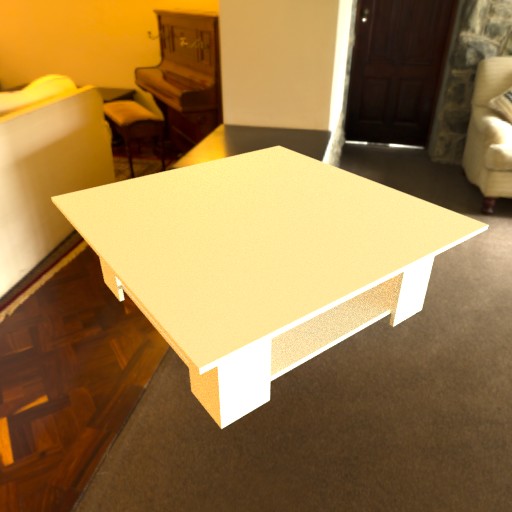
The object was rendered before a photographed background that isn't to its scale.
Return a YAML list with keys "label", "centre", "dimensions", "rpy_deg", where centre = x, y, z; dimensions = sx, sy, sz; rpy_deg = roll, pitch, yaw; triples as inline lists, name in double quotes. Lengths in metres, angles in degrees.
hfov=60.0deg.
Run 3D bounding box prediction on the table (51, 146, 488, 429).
- label: "table"
  centre: [0.000, 0.000, 1.343]
  dimensions: [0.890, 0.305, 0.890]
  rpy_deg: [-21, 36, -31]
